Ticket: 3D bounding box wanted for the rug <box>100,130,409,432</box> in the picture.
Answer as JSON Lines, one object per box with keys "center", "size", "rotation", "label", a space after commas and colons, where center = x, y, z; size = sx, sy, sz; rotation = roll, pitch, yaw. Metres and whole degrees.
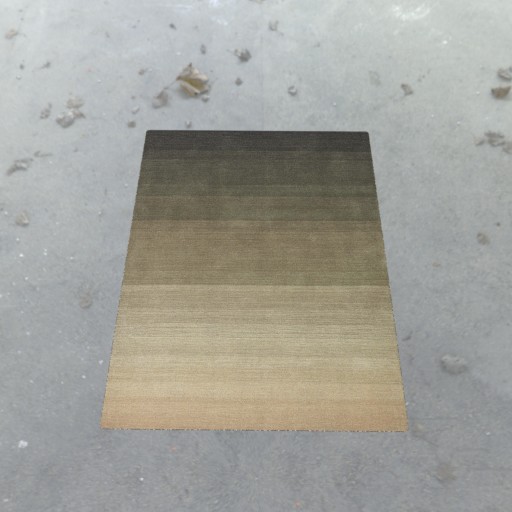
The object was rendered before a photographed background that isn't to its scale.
{"center": [0.000, 0.000, 3.940], "size": [2.305, 0.017, 2.902], "rotation": [0, 63, 0], "label": "rug"}
